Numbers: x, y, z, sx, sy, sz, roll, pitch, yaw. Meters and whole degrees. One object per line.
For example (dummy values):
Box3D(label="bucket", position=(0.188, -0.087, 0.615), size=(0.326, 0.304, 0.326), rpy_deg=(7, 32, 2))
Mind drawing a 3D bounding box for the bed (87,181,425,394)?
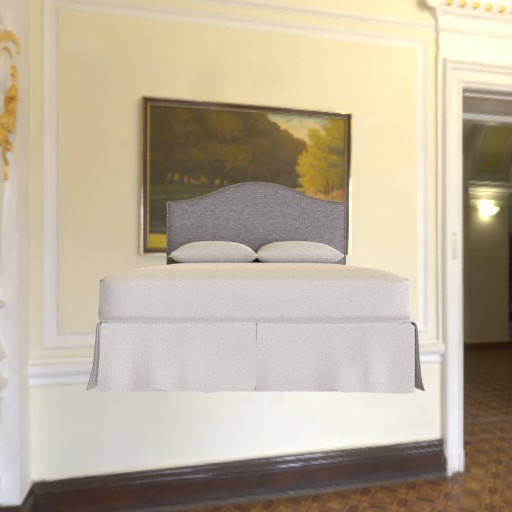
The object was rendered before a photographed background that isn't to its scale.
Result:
Box3D(label="bed", position=(0.000, 0.000, 3.001), size=(1.610, 1.295, 1.870), rpy_deg=(0, 0, 0))
